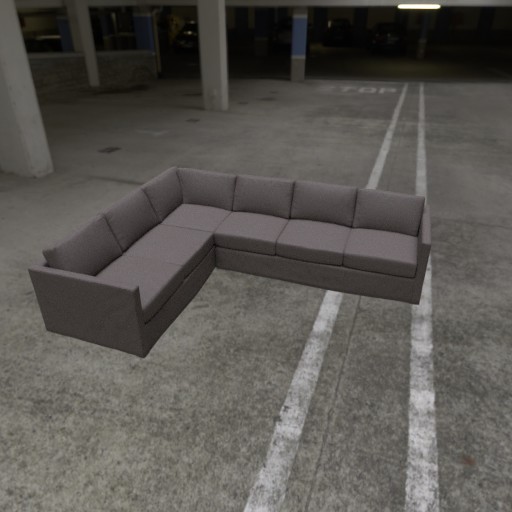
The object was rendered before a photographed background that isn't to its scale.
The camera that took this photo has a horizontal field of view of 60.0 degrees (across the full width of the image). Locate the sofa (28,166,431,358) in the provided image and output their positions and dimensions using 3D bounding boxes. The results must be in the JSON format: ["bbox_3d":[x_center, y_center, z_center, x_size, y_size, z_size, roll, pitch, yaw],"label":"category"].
[{"bbox_3d":[0.000,0.000,4.329,3.182,0.871,2.432,9,31,16],"label":"sofa"}]
